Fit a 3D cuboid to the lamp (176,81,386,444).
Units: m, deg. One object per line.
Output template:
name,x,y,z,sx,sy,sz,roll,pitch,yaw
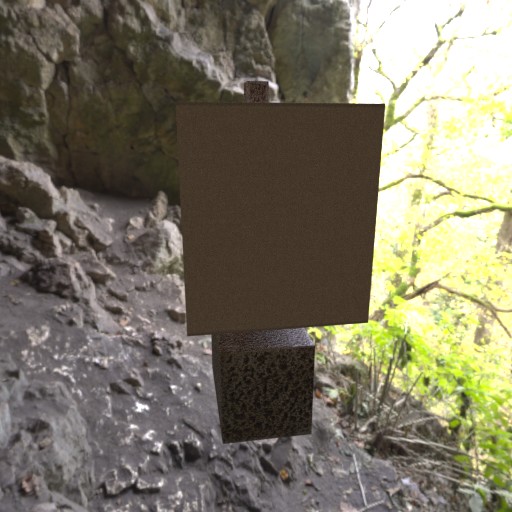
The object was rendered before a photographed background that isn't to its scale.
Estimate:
lamp,0.000,0.000,0.560,0.180,0.411,0.294,-3,17,-9
